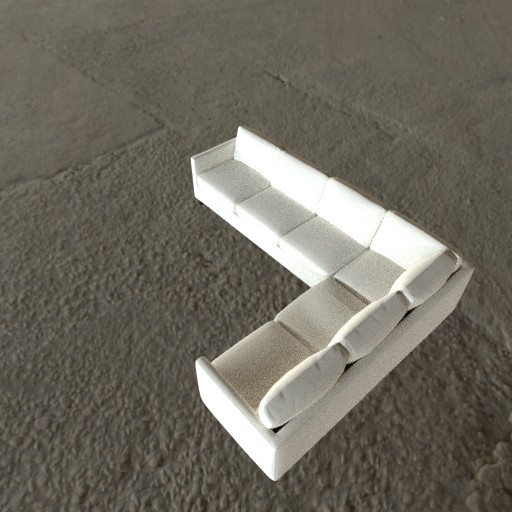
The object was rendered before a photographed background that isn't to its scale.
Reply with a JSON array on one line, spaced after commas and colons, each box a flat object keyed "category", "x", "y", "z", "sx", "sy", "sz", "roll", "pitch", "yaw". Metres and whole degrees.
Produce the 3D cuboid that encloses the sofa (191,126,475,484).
[{"category": "sofa", "x": 0.000, "y": 0.000, "z": 4.532, "sx": 2.593, "sy": 0.947, "sz": 3.302, "roll": -32, "pitch": 53, "yaw": -28}]
